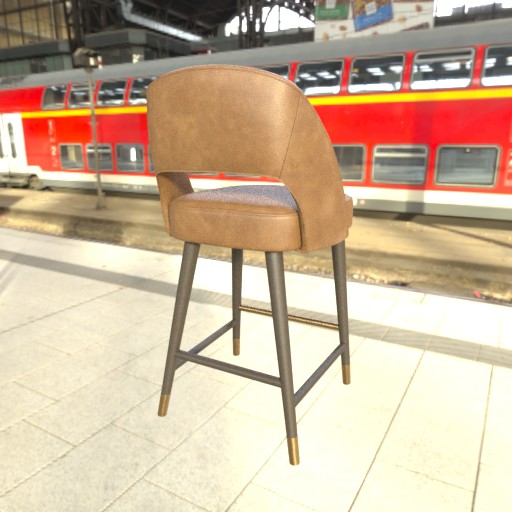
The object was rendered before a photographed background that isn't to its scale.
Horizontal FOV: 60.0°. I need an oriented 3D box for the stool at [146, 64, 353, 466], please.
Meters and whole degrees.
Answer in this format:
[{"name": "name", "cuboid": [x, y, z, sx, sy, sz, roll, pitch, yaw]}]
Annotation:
[{"name": "stool", "cuboid": [0.000, 0.000, 1.256, 0.494, 0.940, 0.509, 8, 17, 27]}]
